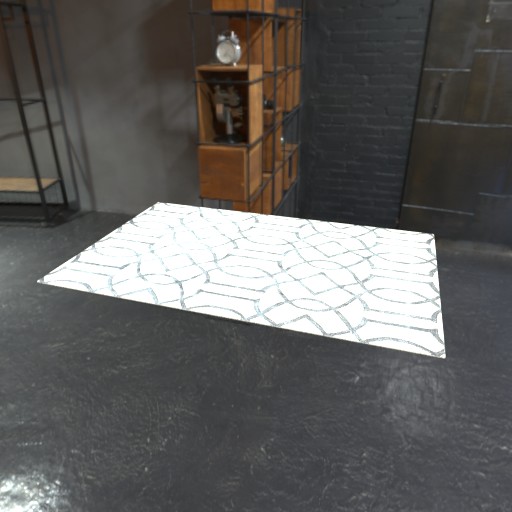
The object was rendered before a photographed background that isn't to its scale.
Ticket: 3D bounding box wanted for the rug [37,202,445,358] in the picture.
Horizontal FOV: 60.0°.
[{"bbox_3d":[0.000,0.000,3.061,2.365,0.017,1.521,8,28,16],"label":"rug"}]
